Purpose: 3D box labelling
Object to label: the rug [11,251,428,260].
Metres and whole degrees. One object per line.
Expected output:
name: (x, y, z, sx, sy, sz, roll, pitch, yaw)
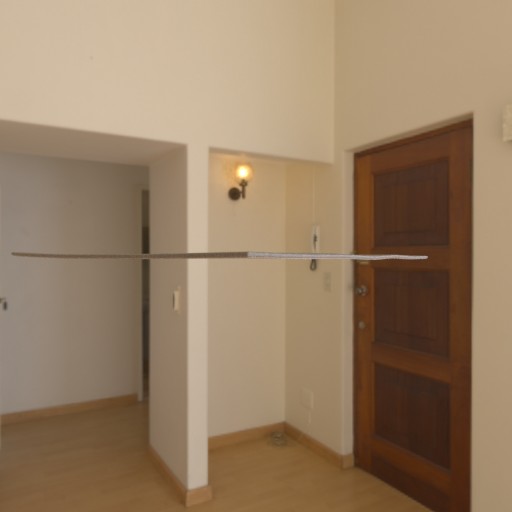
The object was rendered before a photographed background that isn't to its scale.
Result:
rug: (0.000, 0.000, 2.262, 1.252, 0.034, 1.829, 0, 0, 35)
